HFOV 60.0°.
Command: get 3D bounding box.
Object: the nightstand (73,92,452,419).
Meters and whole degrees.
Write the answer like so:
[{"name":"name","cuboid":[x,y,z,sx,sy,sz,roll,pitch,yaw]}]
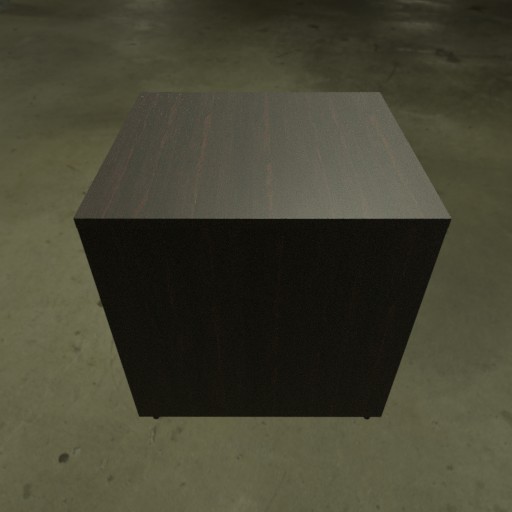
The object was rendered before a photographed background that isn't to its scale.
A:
[{"name":"nightstand","cuboid":[0.000,0.000,0.822,0.461,0.460,0.400,0,41,0]}]
